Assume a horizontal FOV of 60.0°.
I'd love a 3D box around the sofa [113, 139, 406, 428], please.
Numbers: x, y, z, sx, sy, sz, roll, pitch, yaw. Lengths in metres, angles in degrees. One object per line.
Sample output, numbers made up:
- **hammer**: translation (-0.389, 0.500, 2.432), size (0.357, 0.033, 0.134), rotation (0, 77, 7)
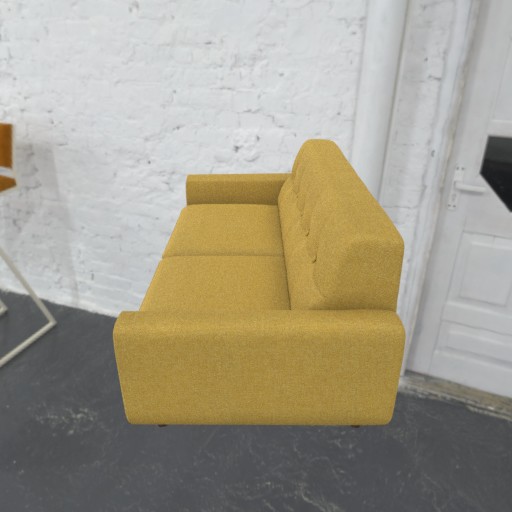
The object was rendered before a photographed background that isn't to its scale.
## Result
- **sofa**: translation (0.000, 0.000, 2.099), size (0.909, 0.841, 1.631), rotation (0, 27, 0)
